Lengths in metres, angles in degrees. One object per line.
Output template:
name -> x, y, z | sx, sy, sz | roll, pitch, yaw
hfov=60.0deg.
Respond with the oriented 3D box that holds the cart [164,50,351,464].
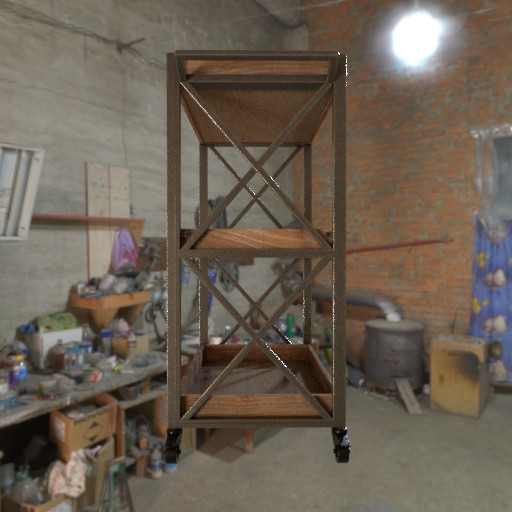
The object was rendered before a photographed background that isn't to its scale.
cart -> 0.000, 0.000, 1.189 | 0.377, 0.835, 0.673 | 0, 1, -1
